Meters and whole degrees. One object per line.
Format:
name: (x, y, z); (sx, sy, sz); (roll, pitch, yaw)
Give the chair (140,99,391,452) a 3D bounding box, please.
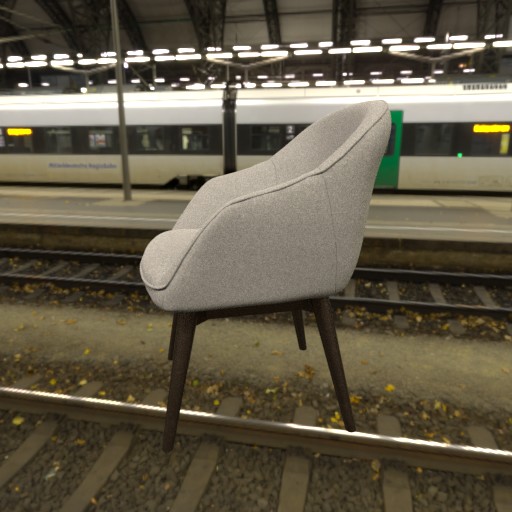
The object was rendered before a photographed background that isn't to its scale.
chair: (0.000, 0.000, 1.213); (0.611, 0.810, 0.589); (-2, 15, -9)
